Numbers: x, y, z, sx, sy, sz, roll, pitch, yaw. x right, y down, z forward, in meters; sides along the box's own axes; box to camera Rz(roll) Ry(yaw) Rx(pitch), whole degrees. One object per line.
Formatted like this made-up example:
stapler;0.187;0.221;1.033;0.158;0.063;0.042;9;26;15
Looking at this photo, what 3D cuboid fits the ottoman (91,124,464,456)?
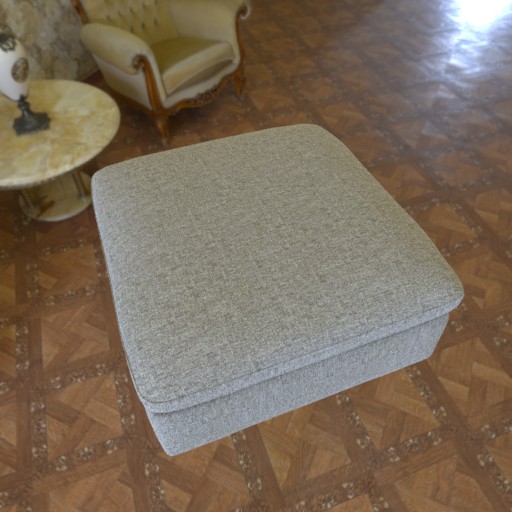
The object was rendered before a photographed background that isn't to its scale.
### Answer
ottoman;0.000;0.000;1.639;1.035;0.526;1.039;-16;50;-14
